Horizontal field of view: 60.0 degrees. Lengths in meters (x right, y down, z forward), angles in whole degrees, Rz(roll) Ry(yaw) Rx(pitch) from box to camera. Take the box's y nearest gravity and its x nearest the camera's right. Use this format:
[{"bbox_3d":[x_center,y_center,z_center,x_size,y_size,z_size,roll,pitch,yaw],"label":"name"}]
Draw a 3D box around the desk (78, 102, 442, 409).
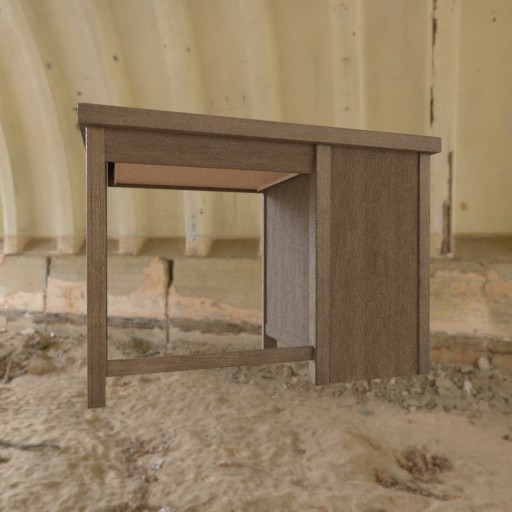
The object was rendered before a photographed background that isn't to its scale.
[{"bbox_3d":[0.000,0.000,1.783,1.289,0.912,0.610,0,1,-18],"label":"desk"}]
